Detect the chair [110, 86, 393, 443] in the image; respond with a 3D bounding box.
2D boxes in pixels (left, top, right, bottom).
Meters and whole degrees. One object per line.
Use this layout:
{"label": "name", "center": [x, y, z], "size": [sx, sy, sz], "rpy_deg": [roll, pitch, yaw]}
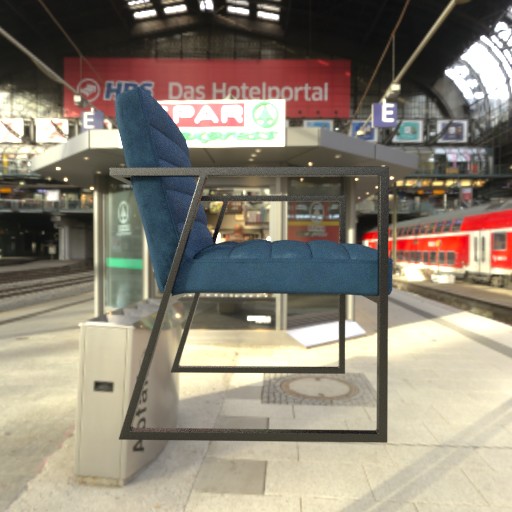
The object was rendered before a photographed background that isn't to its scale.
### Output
{"label": "chair", "center": [0.000, 0.000, 1.286], "size": [0.677, 0.833, 0.571], "rpy_deg": [0, 1, 2]}
